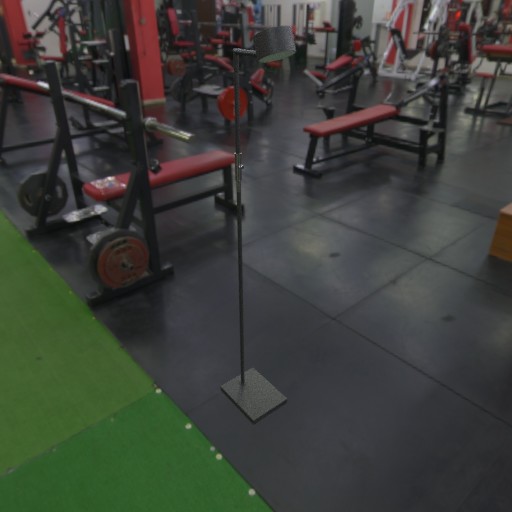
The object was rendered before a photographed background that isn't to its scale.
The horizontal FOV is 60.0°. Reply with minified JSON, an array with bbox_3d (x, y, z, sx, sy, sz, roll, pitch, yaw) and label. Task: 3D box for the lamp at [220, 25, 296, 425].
[{"bbox_3d":[0.000,0.000,1.723,0.203,1.600,0.304,-22,37,-33],"label":"lamp"}]
